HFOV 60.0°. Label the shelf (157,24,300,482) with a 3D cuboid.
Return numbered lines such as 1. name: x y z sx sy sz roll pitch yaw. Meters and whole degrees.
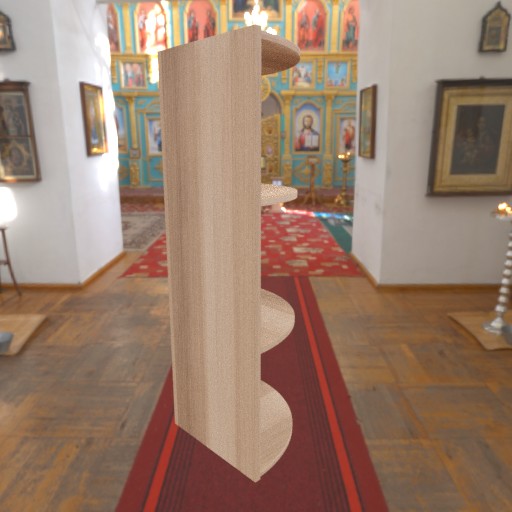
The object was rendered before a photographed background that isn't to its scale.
1. shelf: 0.000 0.000 1.020 0.290 0.872 0.290 -13 19 -43
